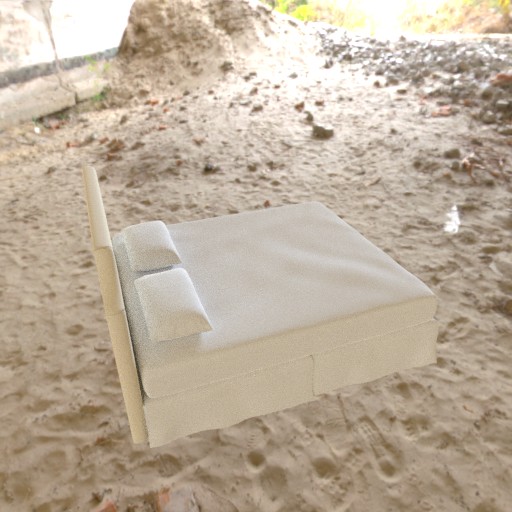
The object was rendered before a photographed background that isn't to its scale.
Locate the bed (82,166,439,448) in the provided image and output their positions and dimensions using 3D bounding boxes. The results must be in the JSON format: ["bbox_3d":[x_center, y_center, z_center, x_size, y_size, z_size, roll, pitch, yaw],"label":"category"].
[{"bbox_3d":[0.000,0.000,4.206,2.773,1.590,2.350,-11,32,-18],"label":"bed"}]
